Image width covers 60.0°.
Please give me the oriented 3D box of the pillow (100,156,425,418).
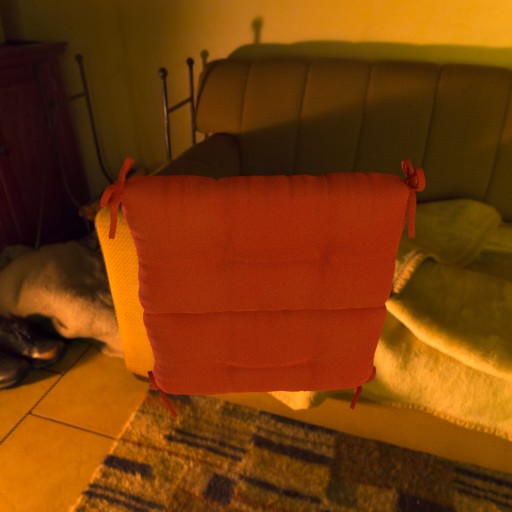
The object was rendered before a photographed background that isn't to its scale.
[{"bbox_3d":[0.000,0.000,1.022,0.519,0.605,0.571,-1,31,-2],"label":"pillow"}]
